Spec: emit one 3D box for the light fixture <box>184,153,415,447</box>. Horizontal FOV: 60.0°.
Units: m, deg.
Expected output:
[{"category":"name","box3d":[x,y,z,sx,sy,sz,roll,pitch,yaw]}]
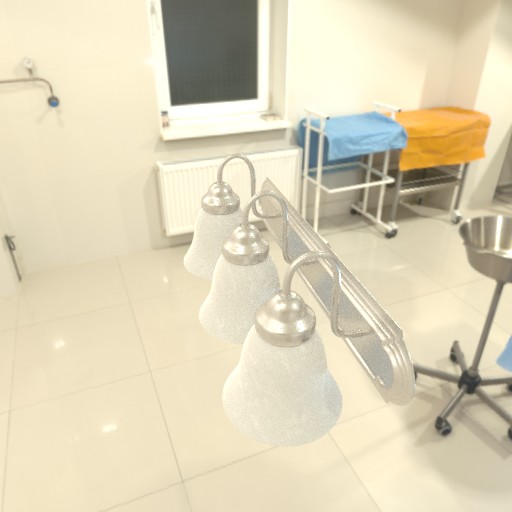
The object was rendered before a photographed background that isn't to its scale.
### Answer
[{"category":"light fixture","box3d":[0.000,0.000,0.719,0.199,0.222,0.610,-8,31,-14]}]
